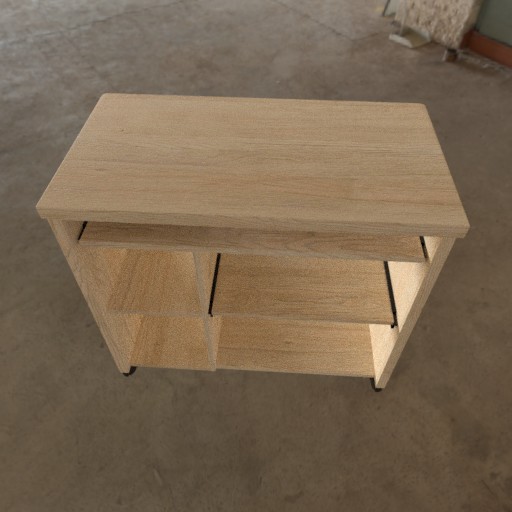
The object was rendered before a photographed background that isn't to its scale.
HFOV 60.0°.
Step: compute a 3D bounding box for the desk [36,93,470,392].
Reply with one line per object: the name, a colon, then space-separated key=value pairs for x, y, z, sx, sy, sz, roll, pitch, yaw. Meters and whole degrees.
desk: x=0.000 y=0.000 z=1.345 sx=0.885 sy=0.770 sz=0.480 roll=3 pitch=48 yaw=2
